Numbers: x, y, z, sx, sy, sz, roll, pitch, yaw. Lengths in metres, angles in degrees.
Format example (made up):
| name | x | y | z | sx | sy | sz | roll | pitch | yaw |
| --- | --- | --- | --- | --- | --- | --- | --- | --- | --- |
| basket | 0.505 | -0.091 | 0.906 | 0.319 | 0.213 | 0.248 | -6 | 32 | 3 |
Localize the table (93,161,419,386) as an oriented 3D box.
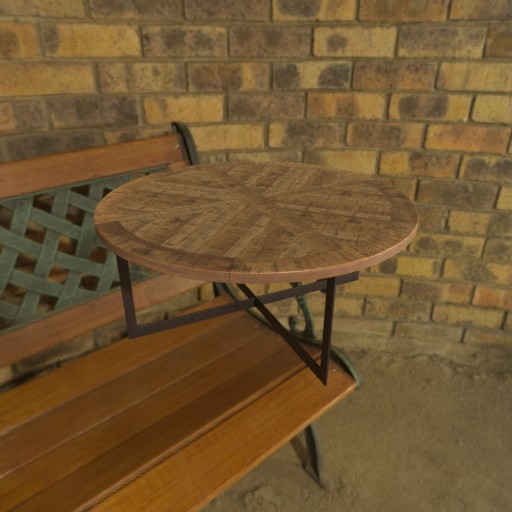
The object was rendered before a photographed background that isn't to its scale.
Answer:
| name | x | y | z | sx | sy | sz | roll | pitch | yaw |
| --- | --- | --- | --- | --- | --- | --- | --- | --- | --- |
| table | 0.000 | 0.000 | 1.924 | 1.264 | 0.516 | 1.264 | 0 | 26 | 0 |
